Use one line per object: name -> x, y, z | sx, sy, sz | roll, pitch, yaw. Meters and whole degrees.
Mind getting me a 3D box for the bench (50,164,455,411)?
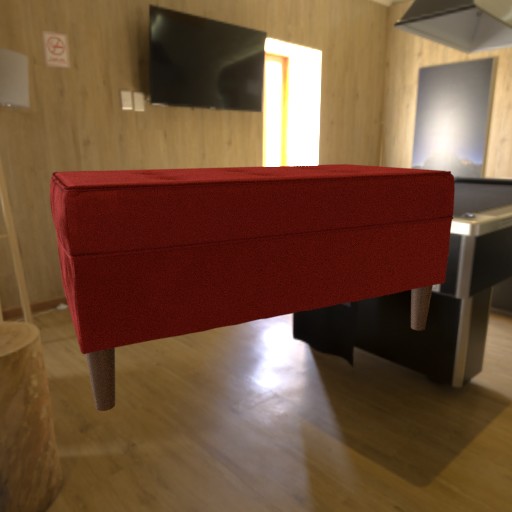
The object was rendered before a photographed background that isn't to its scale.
bench -> 0.000, 0.000, 1.253 | 1.016, 0.471, 0.492 | -7, 16, -26
